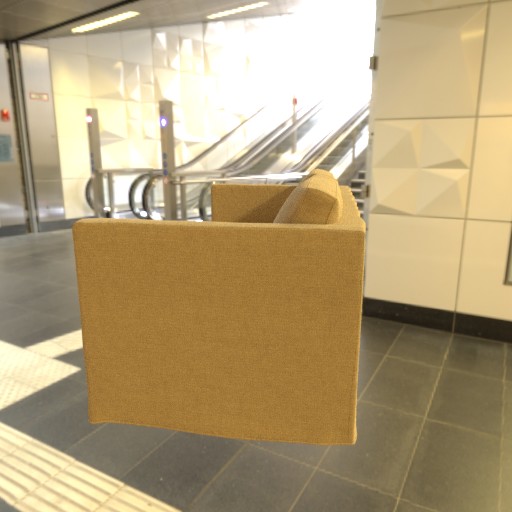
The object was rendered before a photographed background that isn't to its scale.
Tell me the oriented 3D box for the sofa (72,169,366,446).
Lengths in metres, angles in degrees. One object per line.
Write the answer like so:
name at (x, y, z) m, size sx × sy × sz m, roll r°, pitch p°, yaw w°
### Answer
sofa at (0.000, 0.000, 2.219) m, size 0.956 × 0.828 × 1.766 m, roll 2°, pitch 13°, yaw 10°
